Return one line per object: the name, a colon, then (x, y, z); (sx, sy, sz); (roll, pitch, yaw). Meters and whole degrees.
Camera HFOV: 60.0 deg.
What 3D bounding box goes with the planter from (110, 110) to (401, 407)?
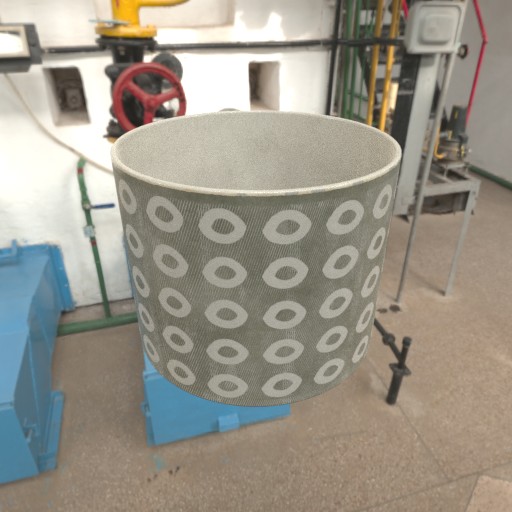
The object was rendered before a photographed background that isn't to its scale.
planter: (0.000, 0.000, 0.345); (0.190, 0.181, 0.190); (0, 30, 0)
